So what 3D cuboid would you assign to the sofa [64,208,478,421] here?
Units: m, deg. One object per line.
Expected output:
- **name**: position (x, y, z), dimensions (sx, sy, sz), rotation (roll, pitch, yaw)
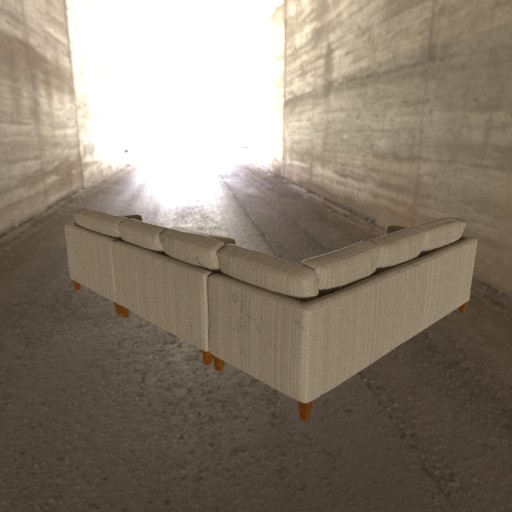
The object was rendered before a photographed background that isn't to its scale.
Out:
- **sofa**: position (0.000, 0.000, 4.586), dimensions (2.594, 0.961, 3.460), rotation (-15, 21, -42)
